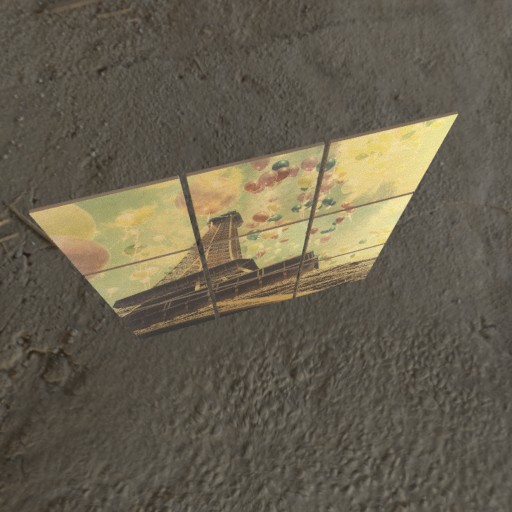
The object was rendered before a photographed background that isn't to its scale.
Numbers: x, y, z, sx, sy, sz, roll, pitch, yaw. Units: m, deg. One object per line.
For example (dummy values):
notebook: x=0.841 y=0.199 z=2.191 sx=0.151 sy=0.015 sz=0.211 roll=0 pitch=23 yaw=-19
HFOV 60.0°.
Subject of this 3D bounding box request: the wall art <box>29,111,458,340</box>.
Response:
wall art: x=0.000 y=0.000 z=1.763 sx=1.219 sy=1.218 sz=0.013 roll=-15 pitch=65 yaw=-7
